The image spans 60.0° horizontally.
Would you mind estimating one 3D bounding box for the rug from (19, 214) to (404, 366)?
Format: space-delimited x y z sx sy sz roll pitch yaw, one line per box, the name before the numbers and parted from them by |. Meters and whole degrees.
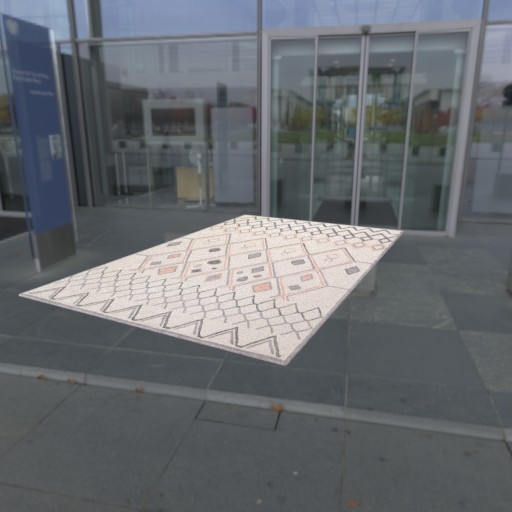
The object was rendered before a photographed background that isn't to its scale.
rug | 0.000 0.000 3.006 1.524 0.015 2.438 8 18 26
